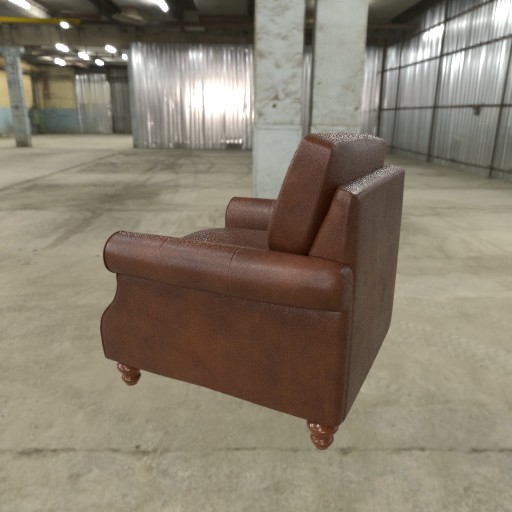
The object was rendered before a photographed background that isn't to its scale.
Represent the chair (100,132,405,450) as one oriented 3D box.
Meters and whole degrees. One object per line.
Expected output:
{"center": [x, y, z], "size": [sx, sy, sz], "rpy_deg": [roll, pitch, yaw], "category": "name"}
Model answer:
{"center": [0.000, 0.000, 1.777], "size": [0.992, 0.972, 0.989], "rpy_deg": [8, 19, 26], "category": "chair"}
